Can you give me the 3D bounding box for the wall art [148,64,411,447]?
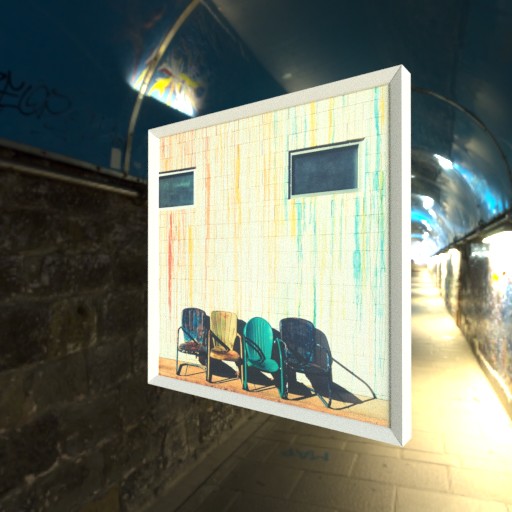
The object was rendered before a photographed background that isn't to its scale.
[{"bbox_3d":[0.000,0.000,0.752,0.508,0.508,0.037,0,0,36],"label":"wall art"}]
